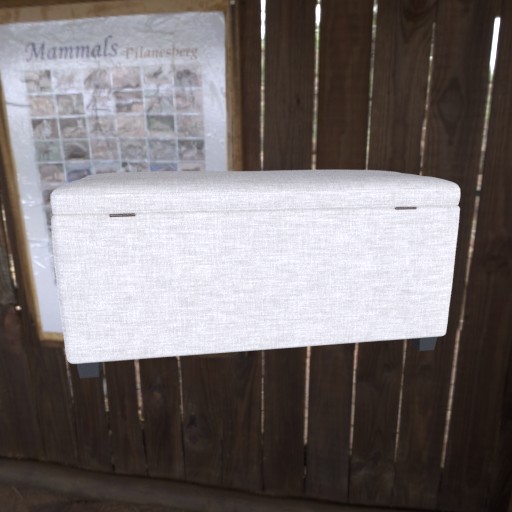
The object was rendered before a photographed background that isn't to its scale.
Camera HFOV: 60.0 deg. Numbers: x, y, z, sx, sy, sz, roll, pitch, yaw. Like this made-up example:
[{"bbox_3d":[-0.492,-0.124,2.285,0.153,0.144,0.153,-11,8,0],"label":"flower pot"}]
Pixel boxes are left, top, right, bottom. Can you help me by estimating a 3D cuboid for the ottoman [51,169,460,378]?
[{"bbox_3d":[0.000,0.000,1.156,0.902,0.432,0.419,-2,14,-9],"label":"ottoman"}]
